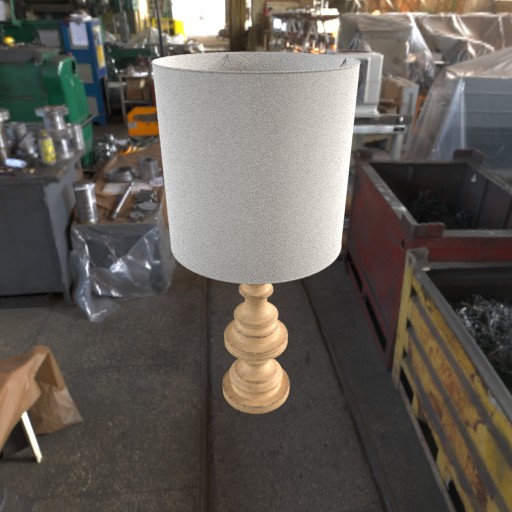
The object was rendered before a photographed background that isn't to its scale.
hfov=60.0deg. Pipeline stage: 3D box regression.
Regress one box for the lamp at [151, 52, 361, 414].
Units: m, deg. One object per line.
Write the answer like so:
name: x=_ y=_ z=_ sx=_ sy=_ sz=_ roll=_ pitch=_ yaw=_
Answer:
lamp: x=0.000 y=0.000 z=0.560 sx=0.208 sy=0.455 sz=0.208 roll=-21 pitch=35 yaw=-33
